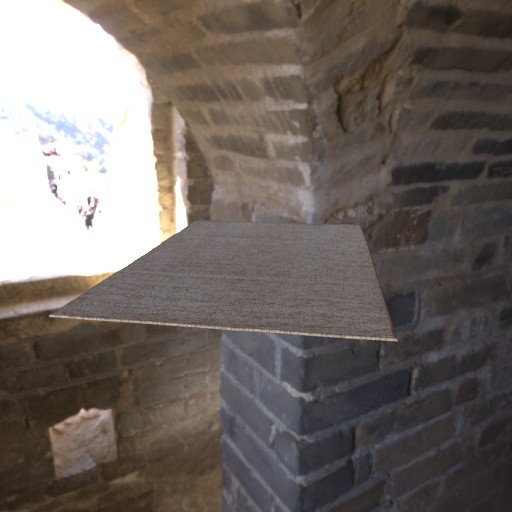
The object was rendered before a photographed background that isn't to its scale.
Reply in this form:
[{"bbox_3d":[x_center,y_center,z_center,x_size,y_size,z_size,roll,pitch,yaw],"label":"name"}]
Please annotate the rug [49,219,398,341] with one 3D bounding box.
[{"bbox_3d":[0.000,0.000,2.364,1.211,0.018,1.822,3,16,9],"label":"rug"}]
